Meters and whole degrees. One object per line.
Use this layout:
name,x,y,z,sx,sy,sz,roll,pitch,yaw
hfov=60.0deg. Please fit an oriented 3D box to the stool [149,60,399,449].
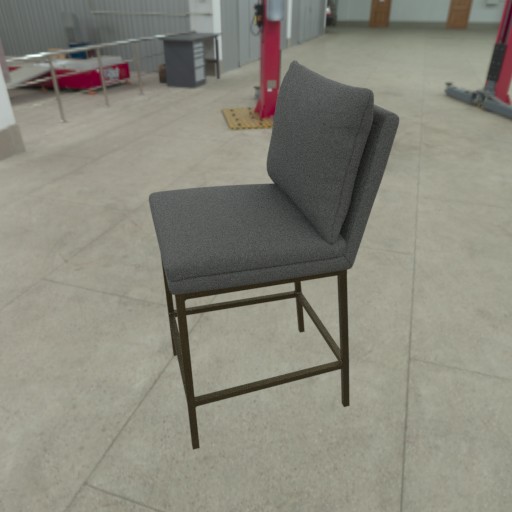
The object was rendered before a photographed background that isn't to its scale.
stool,0.000,0.000,1.339,0.569,1.030,0.463,-9,32,-14
